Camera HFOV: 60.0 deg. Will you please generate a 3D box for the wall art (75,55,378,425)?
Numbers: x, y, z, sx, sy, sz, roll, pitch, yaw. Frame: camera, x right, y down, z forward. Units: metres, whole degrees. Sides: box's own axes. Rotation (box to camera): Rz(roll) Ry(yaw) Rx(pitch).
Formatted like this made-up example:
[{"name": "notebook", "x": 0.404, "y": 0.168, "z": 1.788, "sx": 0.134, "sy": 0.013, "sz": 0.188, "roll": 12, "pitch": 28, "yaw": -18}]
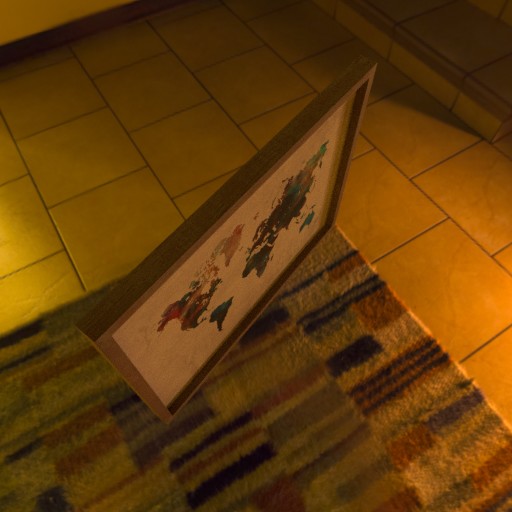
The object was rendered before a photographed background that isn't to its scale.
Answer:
[{"name": "wall art", "x": 0.000, "y": 0.000, "z": 1.747, "sx": 0.070, "sy": 1.009, "sz": 1.320, "roll": 34, "pitch": 64, "yaw": 19}]
